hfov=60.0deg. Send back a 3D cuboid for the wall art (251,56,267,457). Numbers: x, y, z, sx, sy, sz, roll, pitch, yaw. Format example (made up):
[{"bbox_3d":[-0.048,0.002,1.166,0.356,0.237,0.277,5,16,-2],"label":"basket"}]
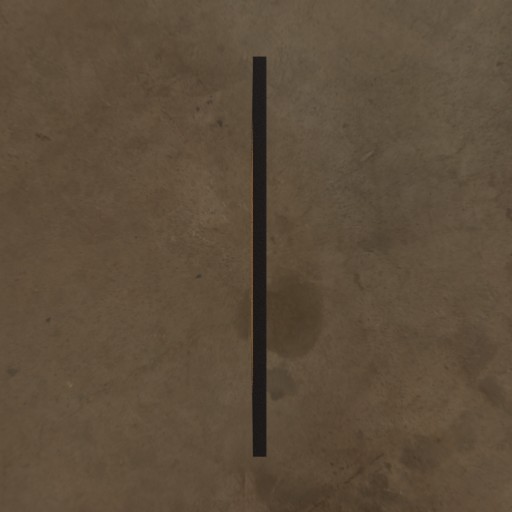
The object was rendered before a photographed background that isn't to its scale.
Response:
[{"bbox_3d":[0.000,0.000,0.687,0.013,0.534,0.380,0,90,-1],"label":"wall art"}]
